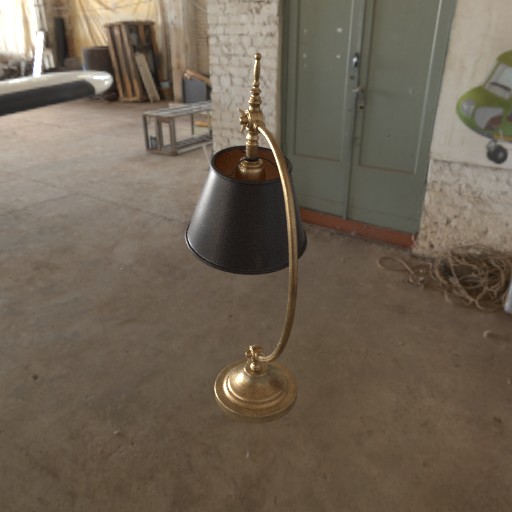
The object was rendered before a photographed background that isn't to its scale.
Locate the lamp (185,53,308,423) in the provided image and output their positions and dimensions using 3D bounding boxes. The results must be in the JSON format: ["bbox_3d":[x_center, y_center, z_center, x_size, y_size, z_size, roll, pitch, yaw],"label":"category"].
[{"bbox_3d":[0.000,0.000,0.810,0.235,0.675,0.344,-8,27,-16],"label":"lamp"}]
